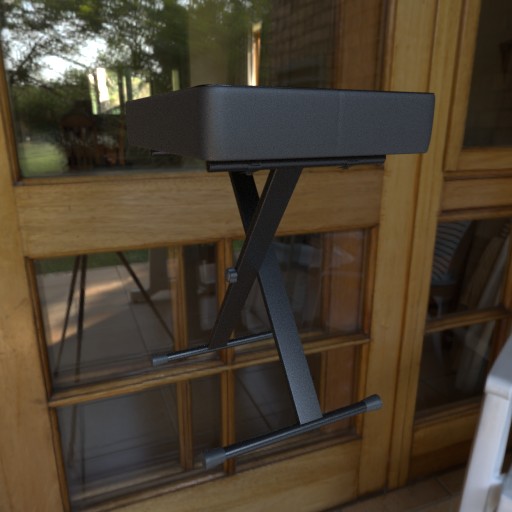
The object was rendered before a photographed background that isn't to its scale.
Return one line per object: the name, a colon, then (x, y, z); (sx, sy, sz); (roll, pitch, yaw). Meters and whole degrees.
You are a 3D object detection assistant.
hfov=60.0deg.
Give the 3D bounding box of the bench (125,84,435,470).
bench: (0.000, 0.000, 0.745); (0.321, 0.500, 0.424); (-8, 18, -25)
